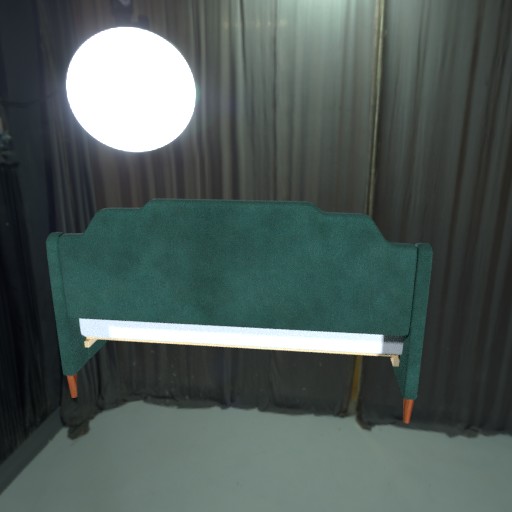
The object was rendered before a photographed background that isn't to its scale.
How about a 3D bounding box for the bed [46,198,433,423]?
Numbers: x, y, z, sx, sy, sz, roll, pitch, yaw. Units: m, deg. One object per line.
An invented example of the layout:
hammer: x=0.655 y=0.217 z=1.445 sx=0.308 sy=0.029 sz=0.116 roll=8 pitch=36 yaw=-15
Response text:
bed: x=0.000 y=0.000 z=3.546 sx=2.074 sy=1.245 sz=2.340 roll=2 pitch=16 yaw=7
